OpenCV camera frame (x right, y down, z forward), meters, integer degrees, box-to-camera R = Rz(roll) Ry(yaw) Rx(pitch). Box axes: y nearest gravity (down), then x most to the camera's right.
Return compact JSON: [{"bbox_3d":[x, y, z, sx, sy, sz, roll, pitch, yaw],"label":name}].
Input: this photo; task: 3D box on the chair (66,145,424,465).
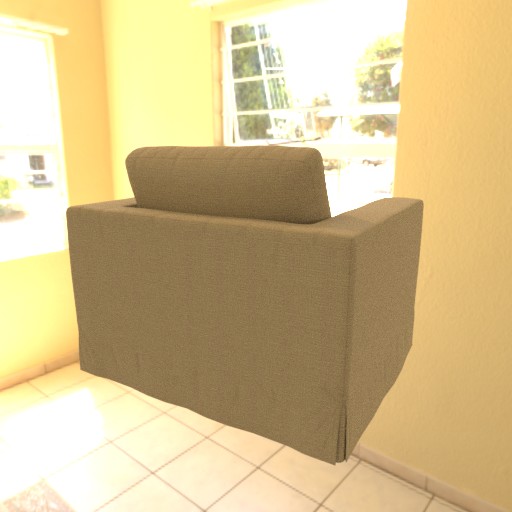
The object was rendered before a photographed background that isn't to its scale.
[{"bbox_3d":[0.000,0.000,1.808,1.150,0.878,0.957,8,16,29],"label":"chair"}]
